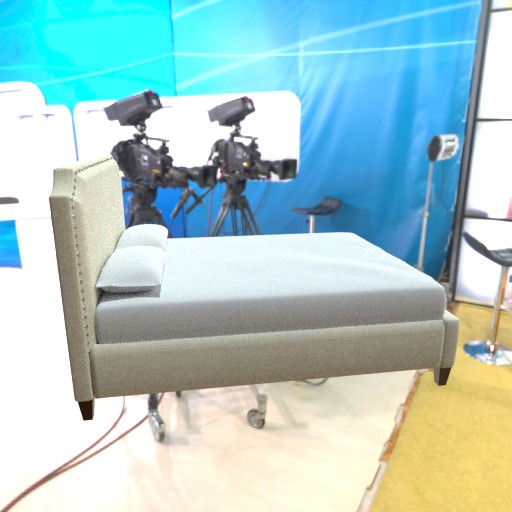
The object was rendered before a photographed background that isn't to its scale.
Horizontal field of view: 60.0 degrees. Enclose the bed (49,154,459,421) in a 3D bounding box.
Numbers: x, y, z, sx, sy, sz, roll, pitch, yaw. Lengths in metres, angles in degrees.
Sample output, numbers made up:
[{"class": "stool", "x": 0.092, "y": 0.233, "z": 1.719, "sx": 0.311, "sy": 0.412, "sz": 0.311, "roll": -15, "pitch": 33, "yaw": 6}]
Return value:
[{"class": "bed", "x": 0.000, "y": 0.000, "z": 3.362, "sx": 2.381, "sy": 1.457, "sz": 1.713, "roll": -3, "pitch": 16, "yaw": -9}]
